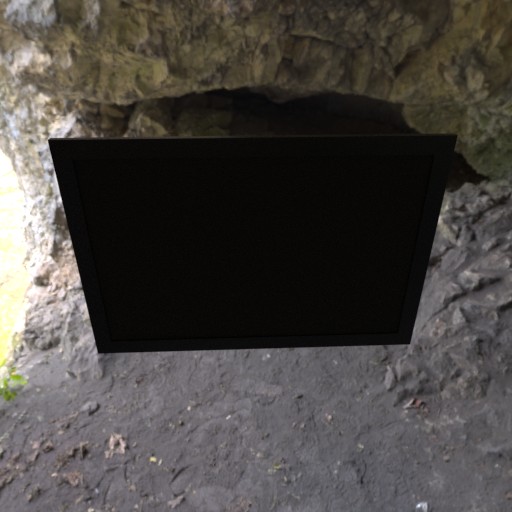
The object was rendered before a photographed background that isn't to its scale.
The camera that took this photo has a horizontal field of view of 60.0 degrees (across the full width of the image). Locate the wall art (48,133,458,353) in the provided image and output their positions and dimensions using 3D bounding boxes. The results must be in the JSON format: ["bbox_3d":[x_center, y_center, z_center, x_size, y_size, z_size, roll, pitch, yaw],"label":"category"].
[{"bbox_3d":[0.000,0.000,0.830,0.660,0.447,0.013,-1,30,-2],"label":"wall art"}]
